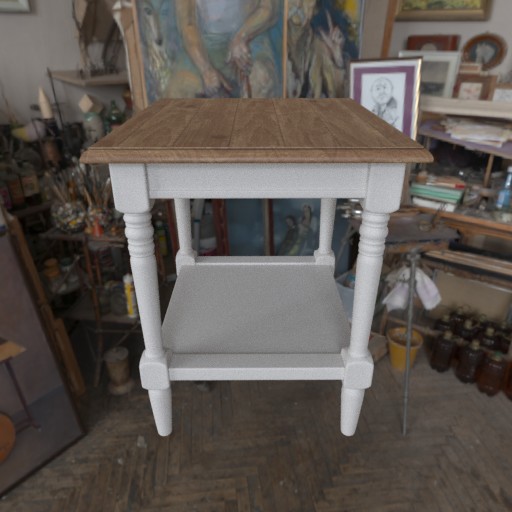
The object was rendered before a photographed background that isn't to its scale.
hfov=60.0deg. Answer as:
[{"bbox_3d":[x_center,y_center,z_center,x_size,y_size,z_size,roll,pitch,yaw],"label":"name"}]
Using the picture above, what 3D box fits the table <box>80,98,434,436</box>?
[{"bbox_3d":[0.000,0.000,0.919,0.457,0.561,0.508,0,27,0],"label":"table"}]
